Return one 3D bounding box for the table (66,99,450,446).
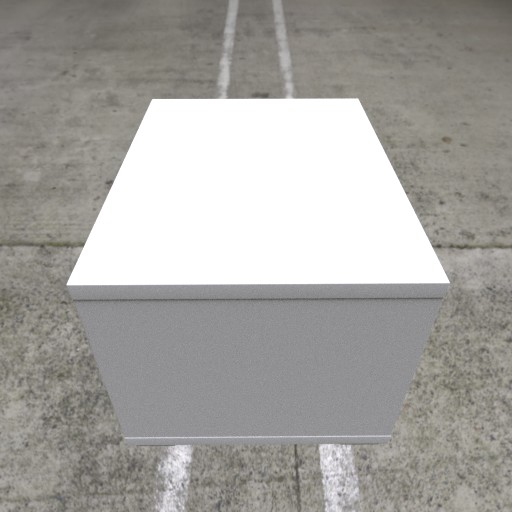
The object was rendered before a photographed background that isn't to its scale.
[{"bbox_3d":[0.000,0.000,0.771,0.399,0.357,0.517,0,40,0],"label":"table"}]
